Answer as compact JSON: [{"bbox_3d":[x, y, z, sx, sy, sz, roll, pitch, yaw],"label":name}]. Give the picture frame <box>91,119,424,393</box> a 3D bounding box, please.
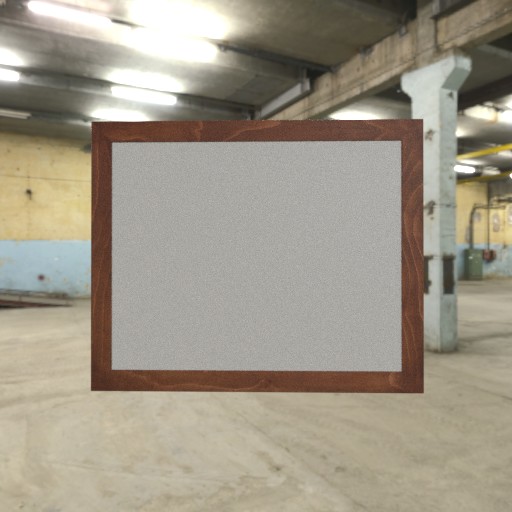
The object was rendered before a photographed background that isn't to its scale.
[{"bbox_3d":[0.000,0.000,0.757,0.559,0.457,0.025,0,0,1],"label":"picture frame"}]
